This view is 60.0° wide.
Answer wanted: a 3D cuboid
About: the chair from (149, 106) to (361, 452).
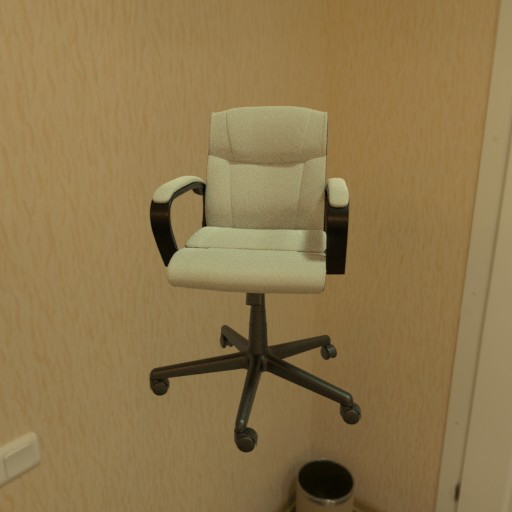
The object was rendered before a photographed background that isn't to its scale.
[{"bbox_3d":[0.000,0.000,1.509,0.739,1.004,0.717,2,16,9],"label":"chair"}]
